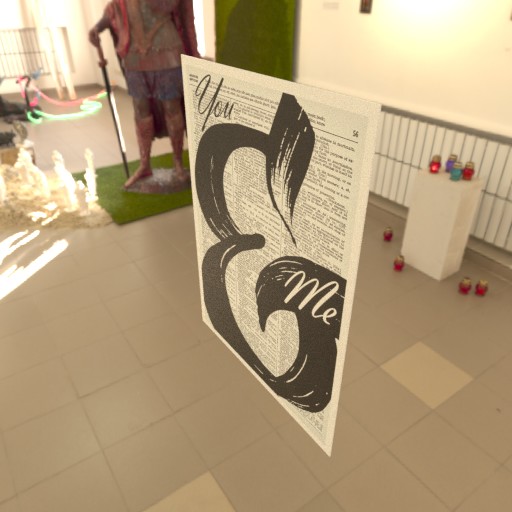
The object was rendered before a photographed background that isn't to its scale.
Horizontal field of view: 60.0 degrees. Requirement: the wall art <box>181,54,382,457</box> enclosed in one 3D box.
[{"bbox_3d":[0.000,0.000,0.788,0.003,0.609,0.457,-20,37,-29],"label":"wall art"}]
